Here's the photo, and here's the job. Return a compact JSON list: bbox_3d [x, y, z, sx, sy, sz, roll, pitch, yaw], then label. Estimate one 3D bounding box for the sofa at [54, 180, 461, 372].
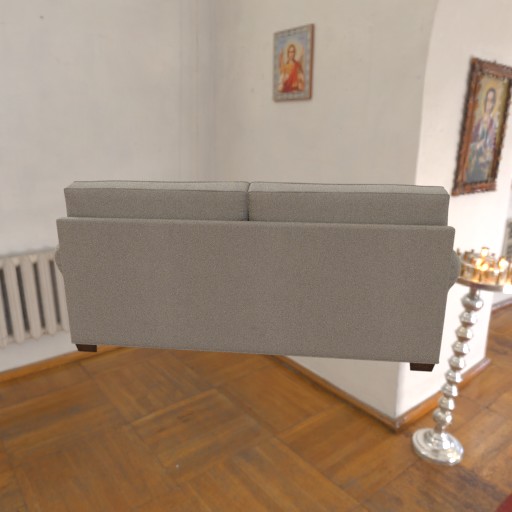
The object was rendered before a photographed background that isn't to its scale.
[{"bbox_3d":[0.000,0.000,2.687,2.146,0.962,0.901,2,16,6],"label":"sofa"}]
